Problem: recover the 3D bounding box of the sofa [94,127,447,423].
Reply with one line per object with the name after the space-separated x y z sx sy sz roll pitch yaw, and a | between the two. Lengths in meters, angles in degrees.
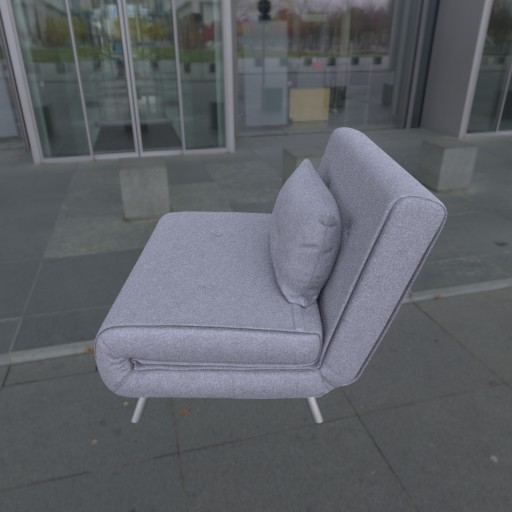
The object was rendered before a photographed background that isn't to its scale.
0.000 0.000 1.745 1.000 0.825 1.020 0 26 0 | sofa
